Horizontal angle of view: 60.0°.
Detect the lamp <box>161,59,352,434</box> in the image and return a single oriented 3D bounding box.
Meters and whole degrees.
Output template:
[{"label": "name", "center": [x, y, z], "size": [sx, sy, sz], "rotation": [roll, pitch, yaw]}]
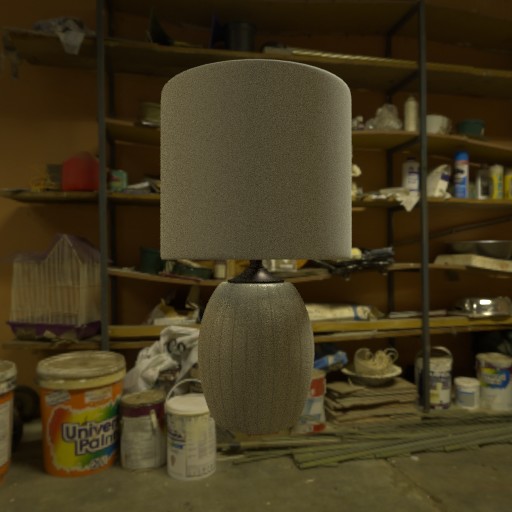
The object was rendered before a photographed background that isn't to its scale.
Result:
[{"label": "lamp", "center": [0.000, 0.000, 0.780], "size": [0.329, 0.570, 0.329], "rotation": [0, -1, 35]}]
